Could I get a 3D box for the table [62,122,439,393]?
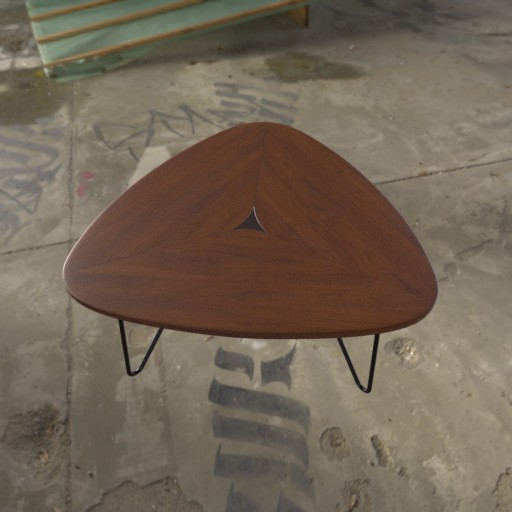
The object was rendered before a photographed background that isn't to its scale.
[{"bbox_3d":[0.000,0.000,1.305,0.833,0.413,0.821,3,46,3],"label":"table"}]
